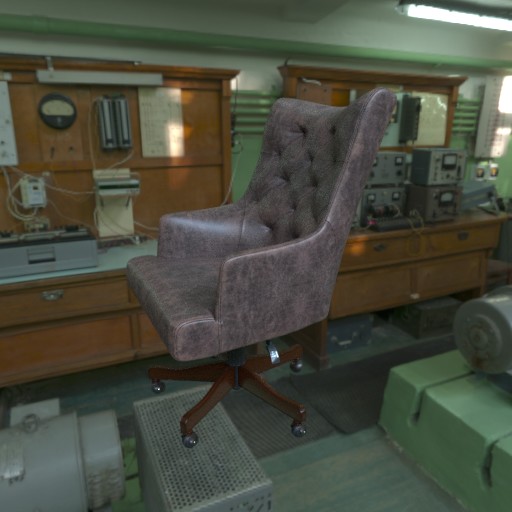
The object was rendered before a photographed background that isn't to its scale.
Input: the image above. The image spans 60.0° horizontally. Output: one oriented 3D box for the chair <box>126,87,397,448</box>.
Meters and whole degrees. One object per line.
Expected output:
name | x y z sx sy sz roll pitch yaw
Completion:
chair | 0.000 0.000 1.477 0.762 1.035 0.641 -8 18 -25
